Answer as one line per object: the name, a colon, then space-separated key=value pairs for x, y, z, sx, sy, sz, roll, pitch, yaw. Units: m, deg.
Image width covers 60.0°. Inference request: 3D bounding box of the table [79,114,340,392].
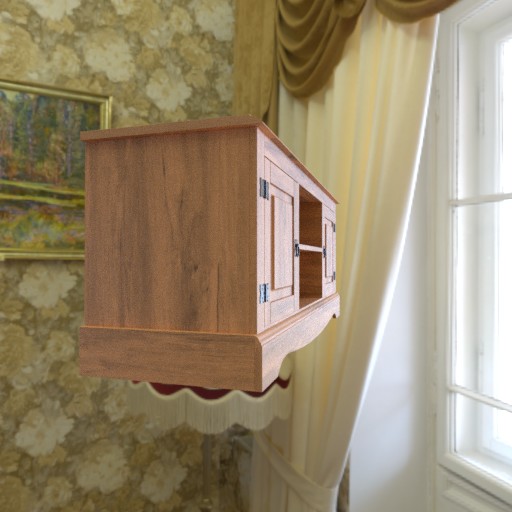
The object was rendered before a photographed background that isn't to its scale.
table: x=0.000 y=0.000 z=1.441 sx=0.400 sy=0.510 sz=1.200 roll=0 pitch=-1 yaw=17
